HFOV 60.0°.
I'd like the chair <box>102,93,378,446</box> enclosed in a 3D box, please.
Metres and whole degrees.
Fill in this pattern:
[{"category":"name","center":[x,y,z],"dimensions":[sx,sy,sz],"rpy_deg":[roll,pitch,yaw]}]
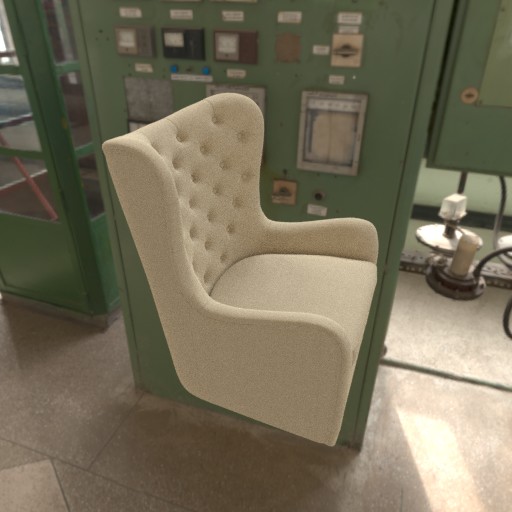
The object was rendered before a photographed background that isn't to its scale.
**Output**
[{"category":"chair","center":[0.000,0.000,1.767],"dimensions":[0.929,1.079,0.831],"rpy_deg":[11,32,17]}]
